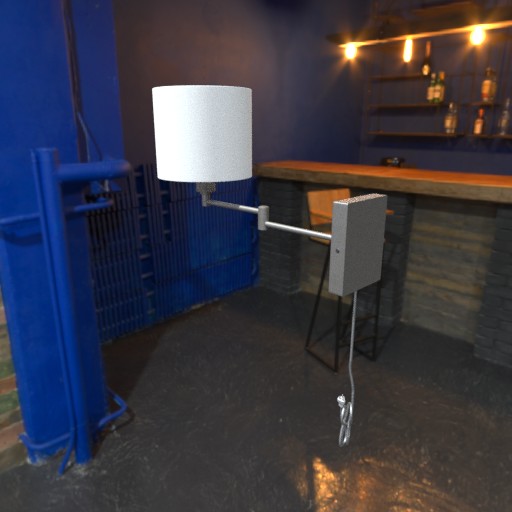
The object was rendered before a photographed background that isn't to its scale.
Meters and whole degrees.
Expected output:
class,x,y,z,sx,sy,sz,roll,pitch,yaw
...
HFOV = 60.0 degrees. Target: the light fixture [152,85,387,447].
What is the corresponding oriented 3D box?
class,x,y,z,sx,sy,sz,roll,pitch,yaw
light fixture,0.000,0.000,0.903,0.203,0.651,0.516,-16,23,-42
